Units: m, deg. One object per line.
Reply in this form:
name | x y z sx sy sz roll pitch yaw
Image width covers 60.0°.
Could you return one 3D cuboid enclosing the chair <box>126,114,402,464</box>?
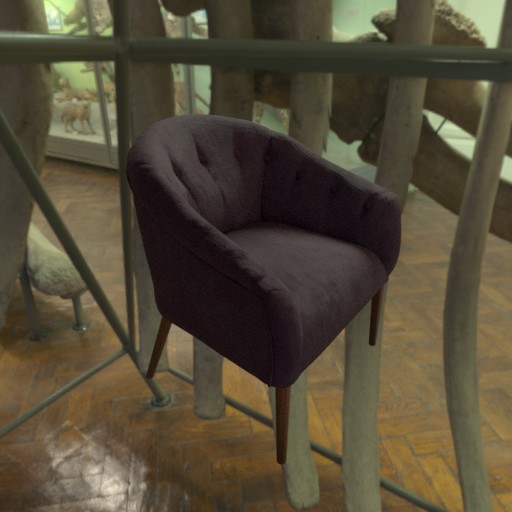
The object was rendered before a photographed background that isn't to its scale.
chair | 0.000 0.000 1.551 0.776 0.885 0.851 17 31 32
